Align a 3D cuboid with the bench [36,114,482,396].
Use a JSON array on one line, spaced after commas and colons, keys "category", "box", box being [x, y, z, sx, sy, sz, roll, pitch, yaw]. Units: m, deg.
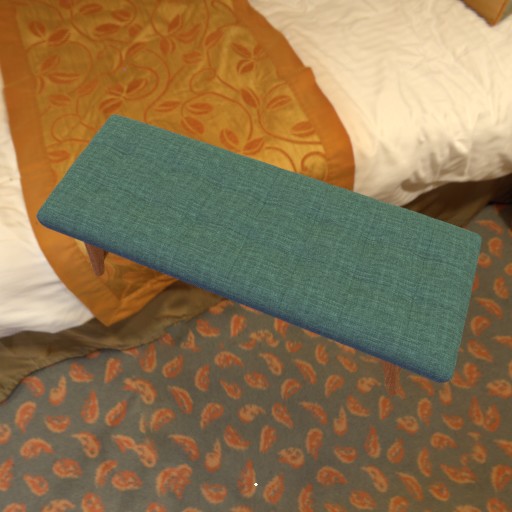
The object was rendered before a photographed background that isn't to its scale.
[{"category": "bench", "box": [0.000, 0.000, 1.319, 1.118, 0.432, 0.406, 20, 65, 10]}]
